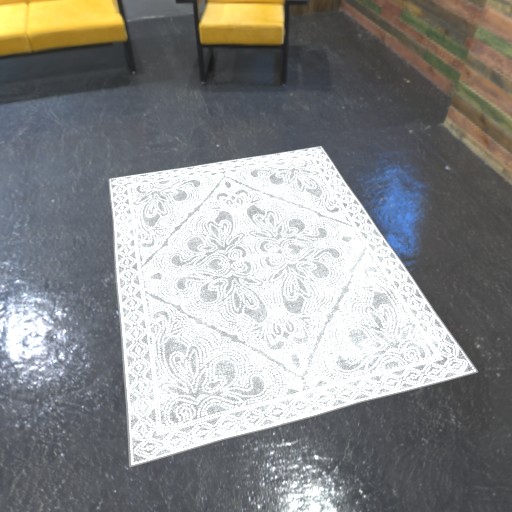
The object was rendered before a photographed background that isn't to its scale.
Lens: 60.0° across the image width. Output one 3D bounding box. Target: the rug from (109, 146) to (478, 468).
[{"bbox_3d":[0.000,0.000,3.909,2.438,0.012,3.048,-11,47,-10],"label":"rug"}]
